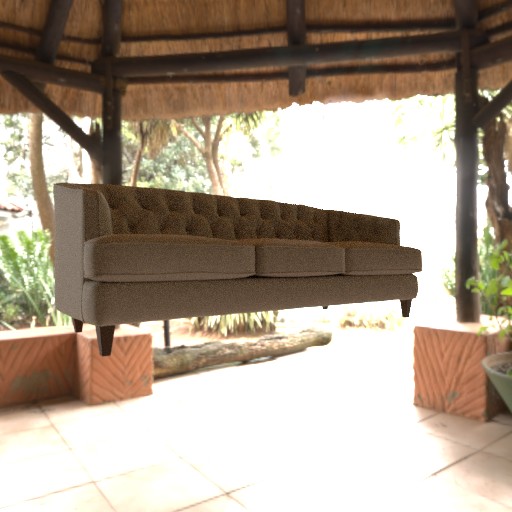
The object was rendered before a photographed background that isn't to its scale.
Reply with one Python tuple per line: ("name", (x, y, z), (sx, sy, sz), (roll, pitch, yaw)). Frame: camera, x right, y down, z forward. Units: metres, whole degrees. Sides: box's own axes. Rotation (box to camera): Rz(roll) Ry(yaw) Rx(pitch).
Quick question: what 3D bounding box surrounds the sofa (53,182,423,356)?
("sofa", (0.000, 0.000, 2.772), (2.278, 0.855, 0.941), (1, -1, -37))
